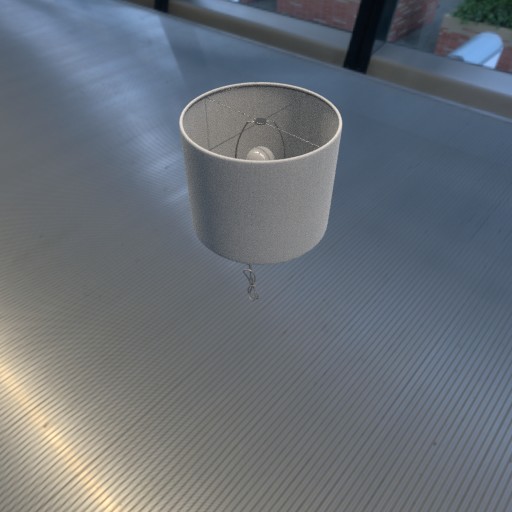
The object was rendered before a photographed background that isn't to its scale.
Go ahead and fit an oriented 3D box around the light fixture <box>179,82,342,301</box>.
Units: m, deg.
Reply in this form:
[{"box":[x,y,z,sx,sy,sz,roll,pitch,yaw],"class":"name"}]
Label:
[{"box":[0.000,0.000,1.069,0.253,0.842,0.479,-3,45,-3],"class":"light fixture"}]
